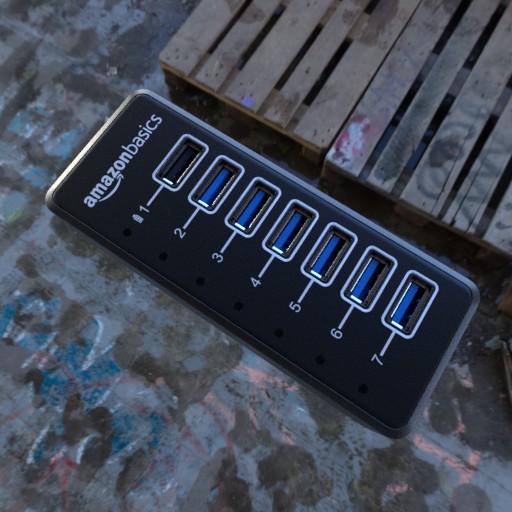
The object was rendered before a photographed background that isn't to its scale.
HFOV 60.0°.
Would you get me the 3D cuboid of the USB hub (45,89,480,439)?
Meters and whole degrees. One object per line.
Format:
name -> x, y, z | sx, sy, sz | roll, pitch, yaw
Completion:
USB hub -> 0.000, 0.000, 0.125 | 0.110, 0.023, 0.044 | 32, 77, 9
